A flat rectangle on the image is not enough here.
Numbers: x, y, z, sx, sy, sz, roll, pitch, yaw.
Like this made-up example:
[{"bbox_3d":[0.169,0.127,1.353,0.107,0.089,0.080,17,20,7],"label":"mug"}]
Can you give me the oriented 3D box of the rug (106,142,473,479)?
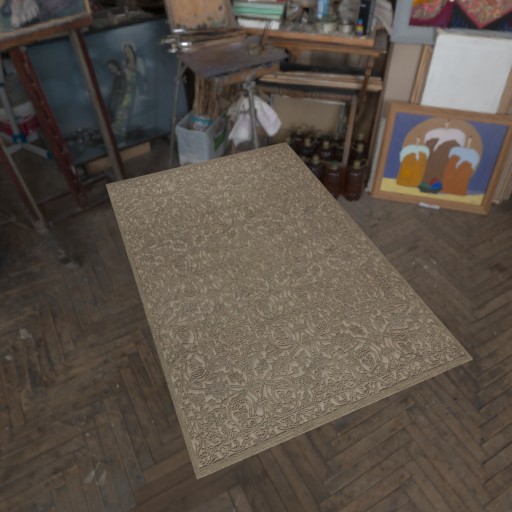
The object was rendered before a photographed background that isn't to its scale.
[{"bbox_3d":[0.000,0.000,2.294,1.221,0.006,1.827,-17,49,-16],"label":"rug"}]
